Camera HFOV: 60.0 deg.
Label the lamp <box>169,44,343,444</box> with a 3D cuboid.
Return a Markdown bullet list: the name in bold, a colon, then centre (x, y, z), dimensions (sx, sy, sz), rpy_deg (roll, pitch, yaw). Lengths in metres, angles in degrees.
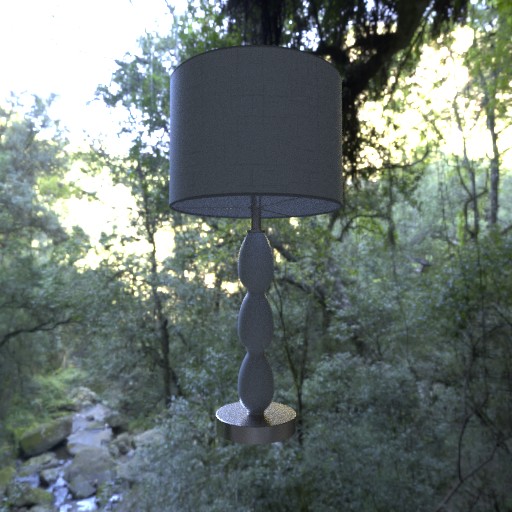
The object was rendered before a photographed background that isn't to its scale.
- **lamp**: centre (0.000, 0.000, 0.725), dimensions (0.280, 0.559, 0.282), rpy_deg (0, -2, 0)
